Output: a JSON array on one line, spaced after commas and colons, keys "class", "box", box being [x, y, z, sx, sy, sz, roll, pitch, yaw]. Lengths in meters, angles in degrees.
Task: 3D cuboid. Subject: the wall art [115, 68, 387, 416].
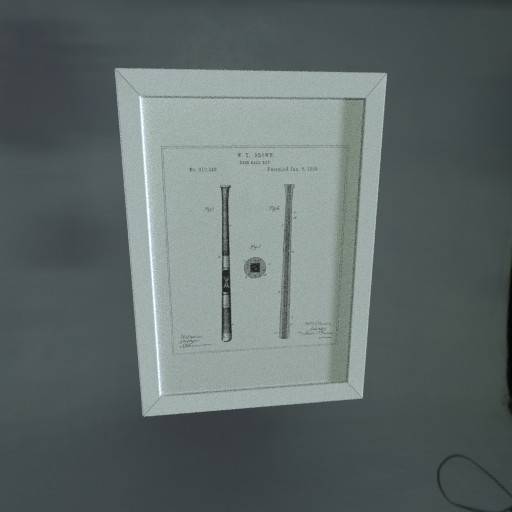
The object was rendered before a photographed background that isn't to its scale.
[{"class": "wall art", "box": [0.000, 0.000, 0.682, 0.374, 0.529, 0.012, -2, 16, -8]}]
